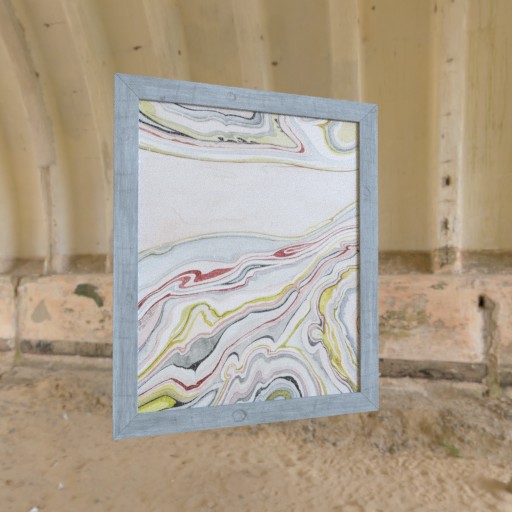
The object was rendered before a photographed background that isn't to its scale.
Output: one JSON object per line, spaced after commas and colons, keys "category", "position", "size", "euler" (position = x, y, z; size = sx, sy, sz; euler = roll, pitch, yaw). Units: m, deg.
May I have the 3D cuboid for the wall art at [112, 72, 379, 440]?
{"category": "wall art", "position": [0.000, 0.000, 0.782], "size": [0.479, 0.582, 0.022], "euler": [0, -1, -17]}
